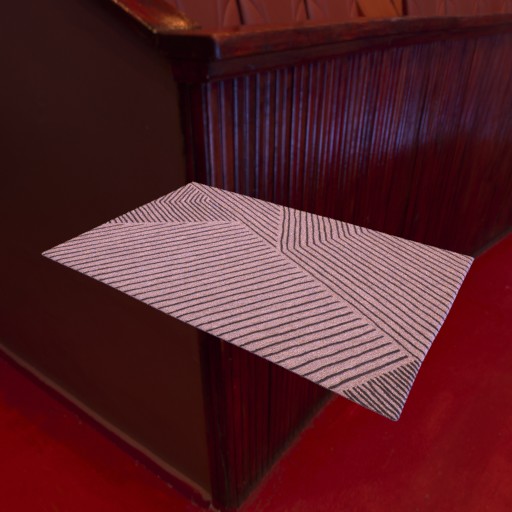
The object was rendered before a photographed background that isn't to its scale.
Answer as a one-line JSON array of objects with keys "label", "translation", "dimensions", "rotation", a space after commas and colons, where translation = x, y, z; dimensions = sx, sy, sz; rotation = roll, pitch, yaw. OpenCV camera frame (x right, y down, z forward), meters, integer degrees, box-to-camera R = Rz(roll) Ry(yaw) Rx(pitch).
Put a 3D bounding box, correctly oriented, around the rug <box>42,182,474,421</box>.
[{"label": "rug", "translation": [0.000, 0.000, 2.918], "dimensions": [2.406, 0.023, 1.539], "rotation": [19, 36, 28]}]
